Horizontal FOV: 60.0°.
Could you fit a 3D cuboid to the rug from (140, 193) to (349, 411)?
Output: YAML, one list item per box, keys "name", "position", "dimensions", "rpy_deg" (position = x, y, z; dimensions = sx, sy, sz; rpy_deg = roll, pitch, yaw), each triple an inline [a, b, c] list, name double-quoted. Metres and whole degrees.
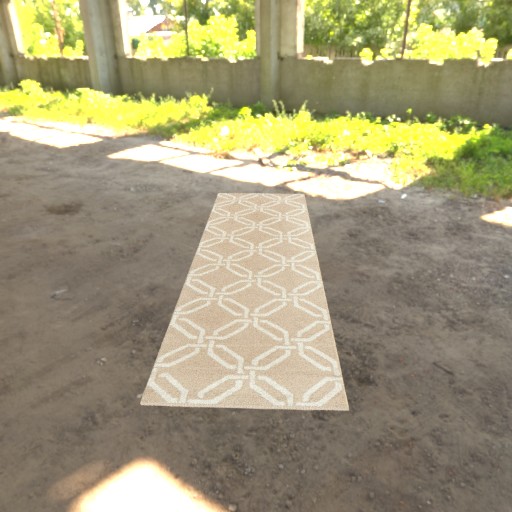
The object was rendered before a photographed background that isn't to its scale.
- name: "rug"
  position: [0.000, 0.000, 2.458]
  dimensions: [0.678, 0.014, 2.276]
  rpy_deg: [1, 25, 2]
